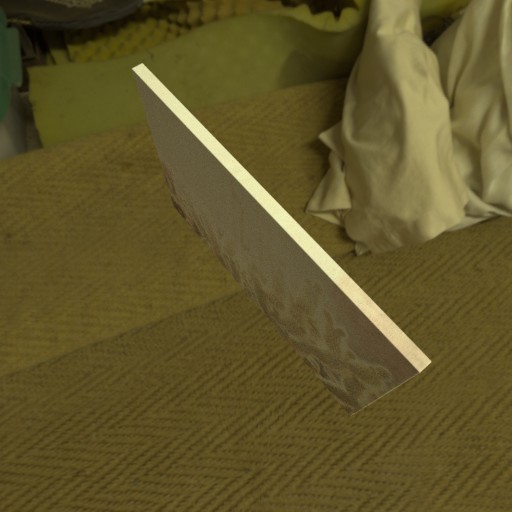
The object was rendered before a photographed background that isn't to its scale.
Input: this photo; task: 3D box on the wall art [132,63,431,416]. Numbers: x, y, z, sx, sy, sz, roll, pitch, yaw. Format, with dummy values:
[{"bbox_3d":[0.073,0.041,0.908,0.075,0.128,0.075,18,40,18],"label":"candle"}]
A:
[{"bbox_3d":[0.000,0.000,1.465,0.041,0.758,1.142,-36,69,-16],"label":"wall art"}]
